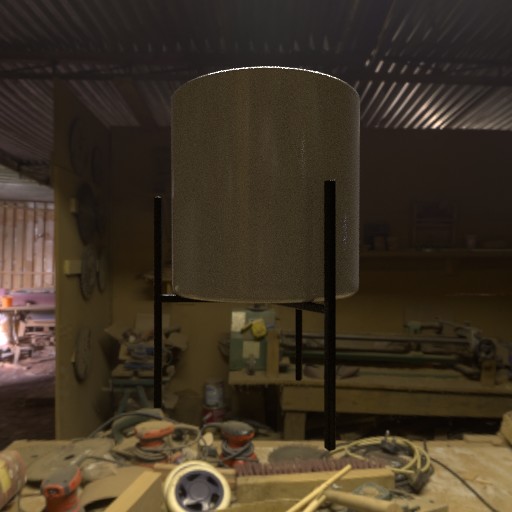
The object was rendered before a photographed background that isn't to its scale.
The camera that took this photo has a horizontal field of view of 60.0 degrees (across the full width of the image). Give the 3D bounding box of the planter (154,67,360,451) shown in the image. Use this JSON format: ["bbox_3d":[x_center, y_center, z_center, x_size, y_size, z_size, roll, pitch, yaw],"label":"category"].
[{"bbox_3d":[0.000,0.000,0.522,0.239,0.356,0.239,0,0,0],"label":"planter"}]
